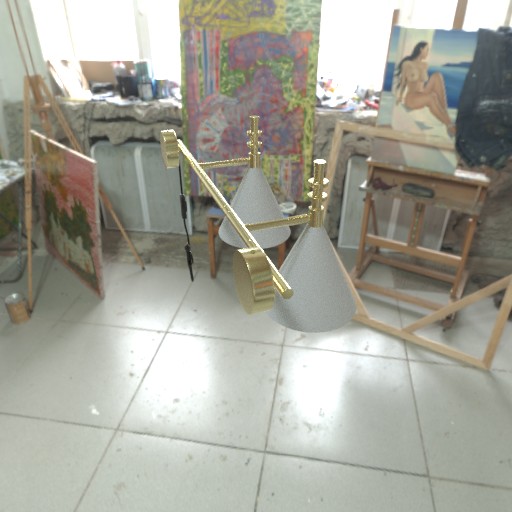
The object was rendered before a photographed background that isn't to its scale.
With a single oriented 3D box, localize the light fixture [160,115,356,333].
[{"bbox_3d":[0.000,0.000,0.857,0.239,0.468,0.642,-11,33,-17],"label":"light fixture"}]
